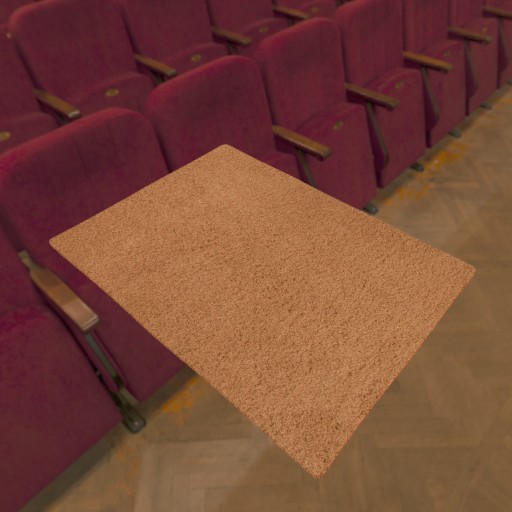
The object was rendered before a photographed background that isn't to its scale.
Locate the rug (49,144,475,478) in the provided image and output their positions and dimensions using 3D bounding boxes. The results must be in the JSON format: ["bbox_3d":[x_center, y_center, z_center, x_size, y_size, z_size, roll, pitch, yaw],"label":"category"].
[{"bbox_3d":[0.000,0.000,2.056,1.600,0.025,1.199,32,53,28],"label":"rug"}]
